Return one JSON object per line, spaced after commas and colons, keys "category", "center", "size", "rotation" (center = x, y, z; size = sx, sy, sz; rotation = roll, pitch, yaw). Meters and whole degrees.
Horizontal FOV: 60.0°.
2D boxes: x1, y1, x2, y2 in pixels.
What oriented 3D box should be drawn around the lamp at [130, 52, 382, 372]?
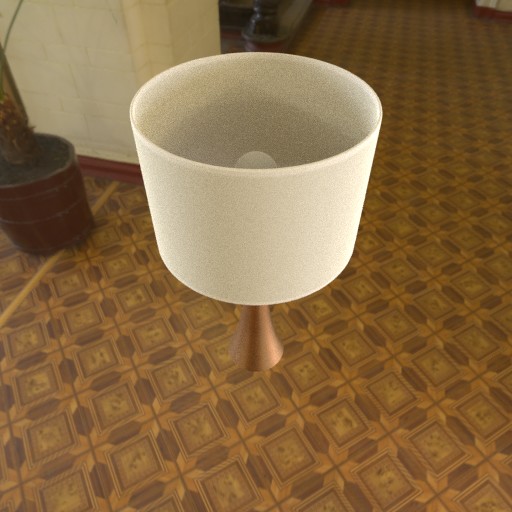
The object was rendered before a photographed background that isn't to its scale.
{"category": "lamp", "center": [0.000, 0.000, 0.648], "size": [0.268, 0.479, 0.268], "rotation": [-22, 49, -21]}
